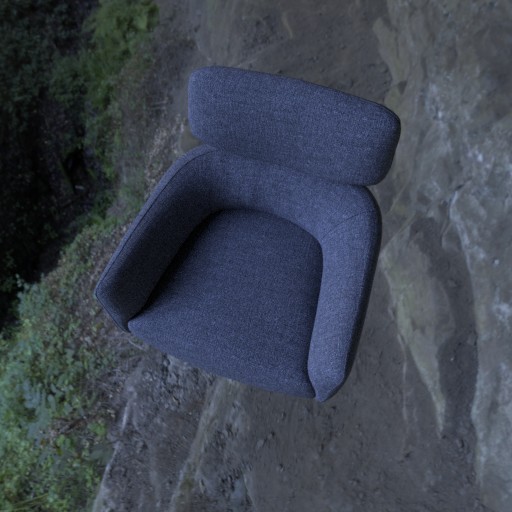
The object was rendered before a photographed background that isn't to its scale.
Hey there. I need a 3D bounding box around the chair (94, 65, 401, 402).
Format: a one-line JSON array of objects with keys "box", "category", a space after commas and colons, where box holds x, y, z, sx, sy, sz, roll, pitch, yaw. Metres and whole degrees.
[{"box": [0.000, 0.000, 1.364, 0.706, 0.812, 0.715, 17, 62, 10], "category": "chair"}]
